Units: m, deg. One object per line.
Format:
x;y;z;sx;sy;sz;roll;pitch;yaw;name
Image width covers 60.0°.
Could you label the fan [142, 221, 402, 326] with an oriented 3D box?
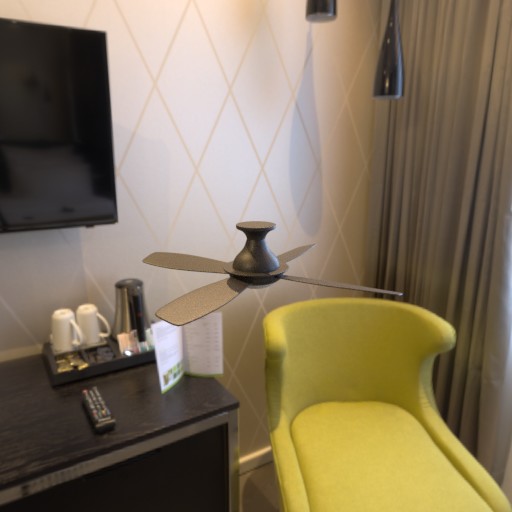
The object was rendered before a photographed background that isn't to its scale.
0.000;0.000;2.640;1.694;0.382;1.694;7;16;27;fan
